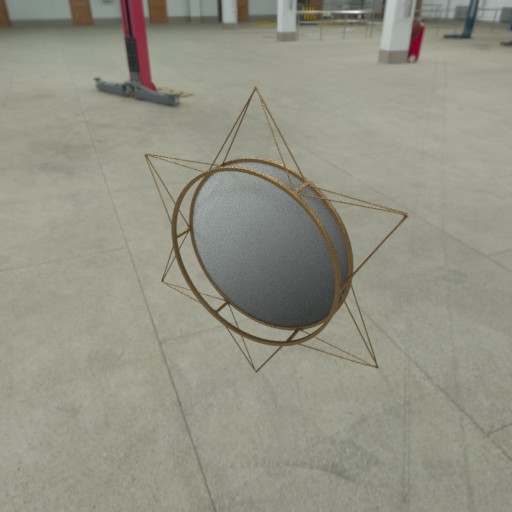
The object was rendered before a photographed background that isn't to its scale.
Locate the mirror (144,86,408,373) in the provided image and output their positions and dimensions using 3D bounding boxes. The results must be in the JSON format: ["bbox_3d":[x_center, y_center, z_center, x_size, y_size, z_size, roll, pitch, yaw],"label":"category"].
[{"bbox_3d":[0.000,0.000,0.800,0.498,0.581,0.062,18,35,27],"label":"mirror"}]
